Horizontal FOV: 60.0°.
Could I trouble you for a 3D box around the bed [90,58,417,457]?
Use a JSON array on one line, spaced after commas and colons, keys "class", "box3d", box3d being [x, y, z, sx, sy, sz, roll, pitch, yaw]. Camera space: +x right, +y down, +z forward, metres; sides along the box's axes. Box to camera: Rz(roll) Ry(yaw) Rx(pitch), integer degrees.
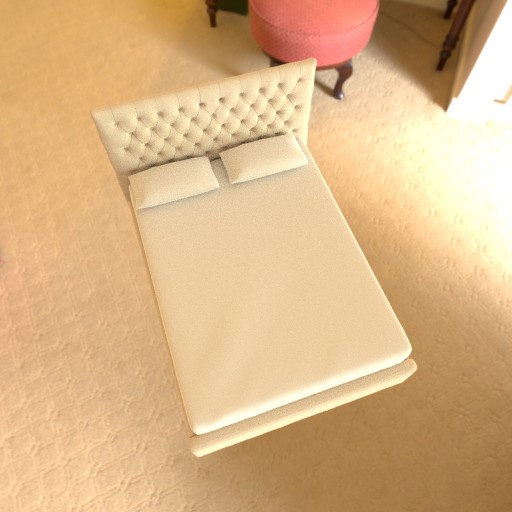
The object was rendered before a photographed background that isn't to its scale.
[{"class": "bed", "box3d": [0.000, 0.000, 3.294, 1.696, 1.426, 2.233, -17, 62, -9]}]
